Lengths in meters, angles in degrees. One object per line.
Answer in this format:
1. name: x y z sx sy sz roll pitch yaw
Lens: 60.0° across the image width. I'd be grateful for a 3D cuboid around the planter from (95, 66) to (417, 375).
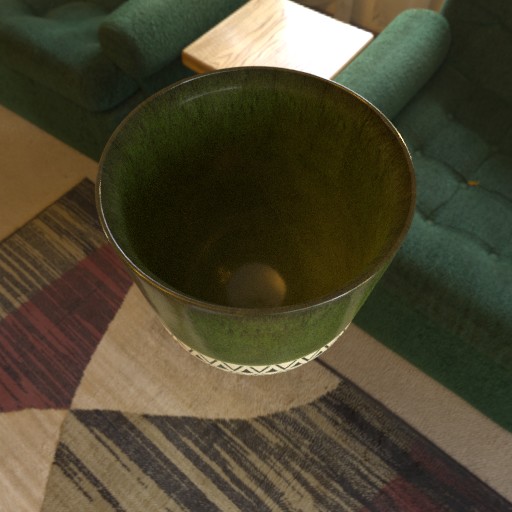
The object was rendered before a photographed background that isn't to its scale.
1. planter: 0.000 0.000 0.458 0.245 0.270 0.245 0 59 0
